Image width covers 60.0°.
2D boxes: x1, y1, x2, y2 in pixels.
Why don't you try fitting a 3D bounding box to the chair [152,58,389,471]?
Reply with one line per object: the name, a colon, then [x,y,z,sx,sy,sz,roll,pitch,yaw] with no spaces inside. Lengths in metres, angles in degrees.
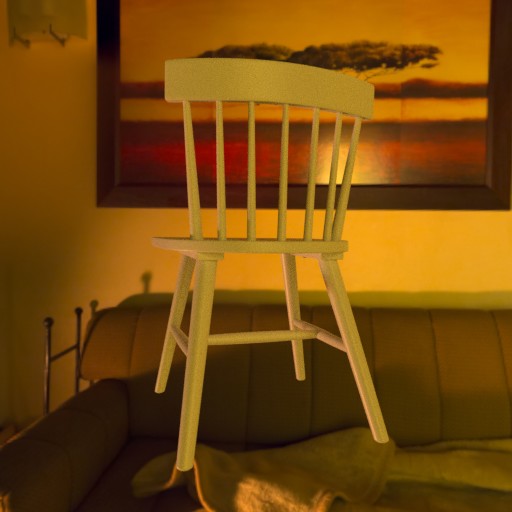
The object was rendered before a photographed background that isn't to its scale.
chair: [0.000,0.000,1.106,0.483,0.787,0.500,0,0,-17]
